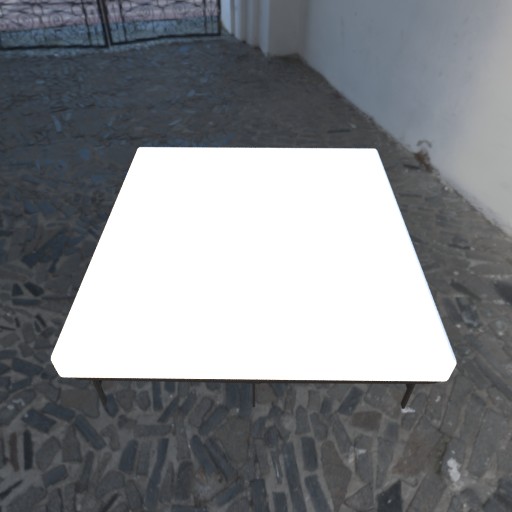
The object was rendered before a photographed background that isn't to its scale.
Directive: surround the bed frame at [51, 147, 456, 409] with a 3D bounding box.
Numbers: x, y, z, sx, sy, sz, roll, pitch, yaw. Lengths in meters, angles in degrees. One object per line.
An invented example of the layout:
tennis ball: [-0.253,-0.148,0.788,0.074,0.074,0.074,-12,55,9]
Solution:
bed frame: [0.000,0.000,3.004,1.935,0.525,2.033,0,43,1]
